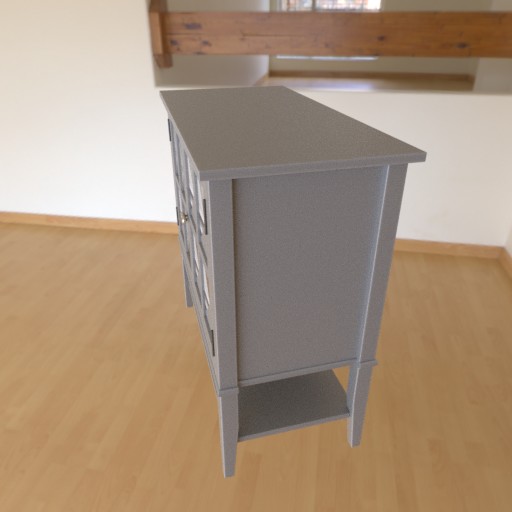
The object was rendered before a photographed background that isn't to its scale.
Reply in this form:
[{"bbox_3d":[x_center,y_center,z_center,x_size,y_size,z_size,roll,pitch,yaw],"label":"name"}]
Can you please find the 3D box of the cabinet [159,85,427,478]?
[{"bbox_3d":[0.000,0.000,1.245,0.396,0.780,0.801,-7,30,-13],"label":"cabinet"}]
